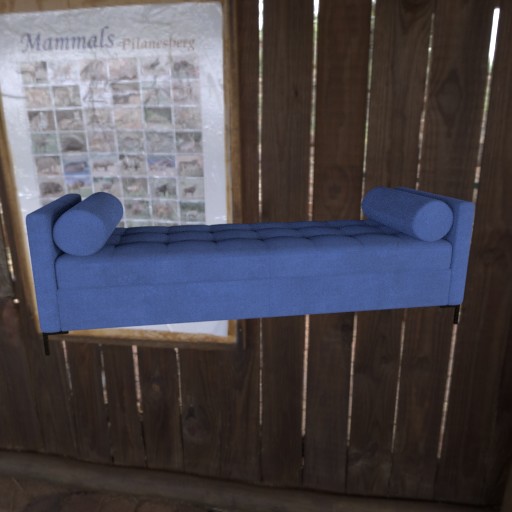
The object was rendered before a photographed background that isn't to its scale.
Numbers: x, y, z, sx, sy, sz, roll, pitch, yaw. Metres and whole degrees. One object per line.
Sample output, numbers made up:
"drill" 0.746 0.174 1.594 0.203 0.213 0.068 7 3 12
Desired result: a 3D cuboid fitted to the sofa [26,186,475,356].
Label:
"sofa" 0.000 0.000 2.315 1.981 0.635 0.686 -3 15 -9
